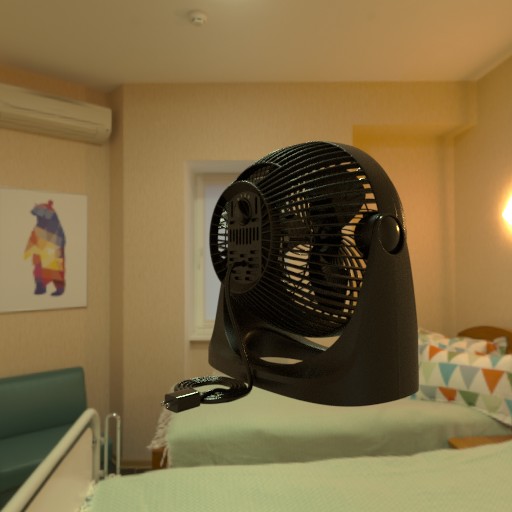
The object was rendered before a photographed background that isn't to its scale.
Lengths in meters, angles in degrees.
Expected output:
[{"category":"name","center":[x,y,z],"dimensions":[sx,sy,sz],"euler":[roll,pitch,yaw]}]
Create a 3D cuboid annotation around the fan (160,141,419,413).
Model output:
[{"category":"fan","center":[0.000,0.000,0.492],"dimensions":[0.256,0.277,0.273],"euler":[0,-1,-36]}]
